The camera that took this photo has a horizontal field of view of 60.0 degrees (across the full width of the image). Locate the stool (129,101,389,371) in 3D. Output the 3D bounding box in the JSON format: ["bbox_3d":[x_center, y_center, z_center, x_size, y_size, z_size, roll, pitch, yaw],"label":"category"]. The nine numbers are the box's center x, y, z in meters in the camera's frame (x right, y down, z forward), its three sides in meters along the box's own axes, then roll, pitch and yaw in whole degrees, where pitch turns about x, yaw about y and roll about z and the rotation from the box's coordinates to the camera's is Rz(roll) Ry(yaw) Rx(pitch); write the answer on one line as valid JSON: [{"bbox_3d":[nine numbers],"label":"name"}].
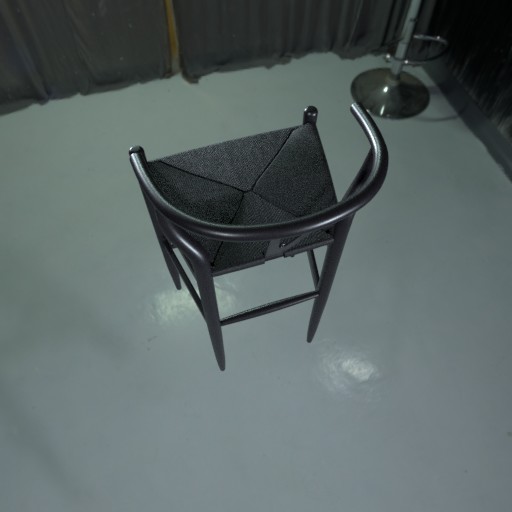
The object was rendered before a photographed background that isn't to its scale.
[{"bbox_3d":[0.000,0.000,1.382,0.569,1.072,0.579,-16,59,-10],"label":"stool"}]
